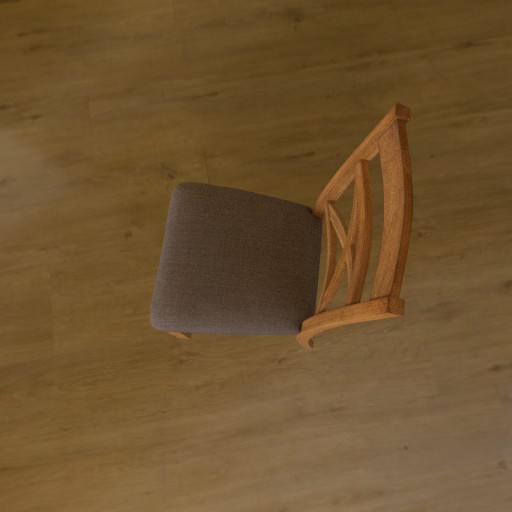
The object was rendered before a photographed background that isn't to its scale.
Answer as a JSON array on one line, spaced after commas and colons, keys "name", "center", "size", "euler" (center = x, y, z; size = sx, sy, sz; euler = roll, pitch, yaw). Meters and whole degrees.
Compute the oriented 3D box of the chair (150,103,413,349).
[{"name": "chair", "center": [0.000, 0.000, 1.263], "size": [0.581, 0.949, 0.470], "euler": [7, 74, 2]}]
